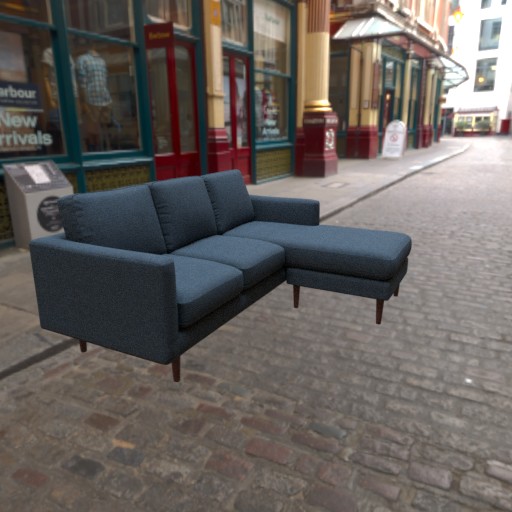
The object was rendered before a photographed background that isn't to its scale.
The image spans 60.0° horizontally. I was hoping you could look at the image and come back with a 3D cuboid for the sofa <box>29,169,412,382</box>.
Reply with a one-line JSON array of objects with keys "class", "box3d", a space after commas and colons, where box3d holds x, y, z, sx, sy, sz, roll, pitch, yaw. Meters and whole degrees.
[{"class": "sofa", "box3d": [0.000, 0.000, 2.916, 1.667, 0.957, 2.055, 8, 18, 27]}]
